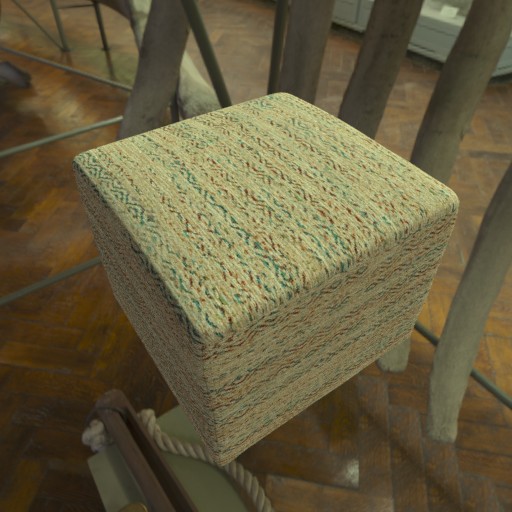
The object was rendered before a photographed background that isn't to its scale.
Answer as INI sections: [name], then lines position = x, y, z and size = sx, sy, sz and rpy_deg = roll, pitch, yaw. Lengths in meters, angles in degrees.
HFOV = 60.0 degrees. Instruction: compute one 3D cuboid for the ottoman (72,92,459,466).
[ottoman]
position = 0.000, 0.000, 0.913
size = 0.521, 0.453, 0.512
rpy_deg = -26, 50, -24
